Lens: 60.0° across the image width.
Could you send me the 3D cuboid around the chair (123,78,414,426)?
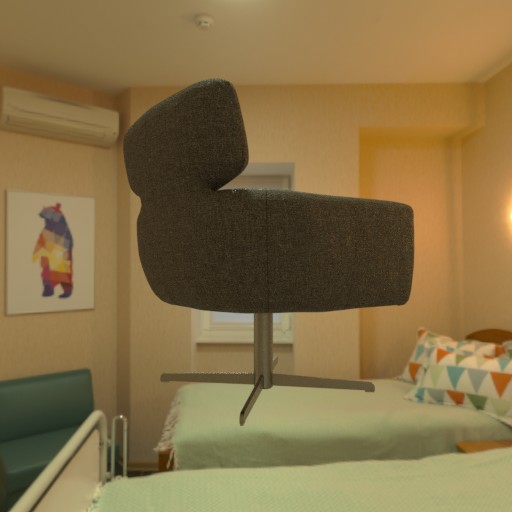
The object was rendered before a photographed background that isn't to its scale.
[{"bbox_3d":[0.000,0.000,1.366,0.715,0.812,0.706,1,-1,-35],"label":"chair"}]
